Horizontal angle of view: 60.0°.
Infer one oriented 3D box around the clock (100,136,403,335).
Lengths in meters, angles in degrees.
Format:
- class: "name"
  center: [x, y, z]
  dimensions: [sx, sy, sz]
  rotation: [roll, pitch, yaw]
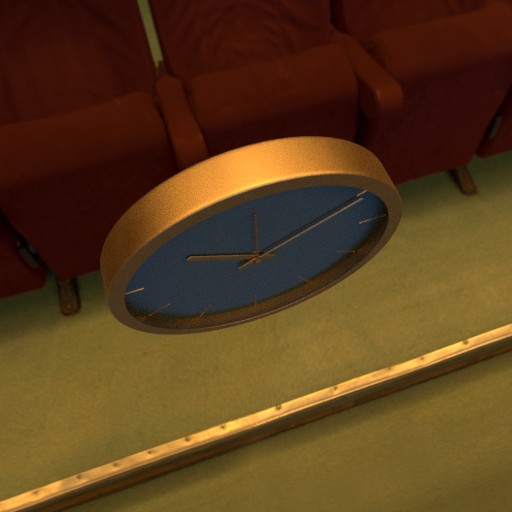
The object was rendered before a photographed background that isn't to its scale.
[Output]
- class: "clock"
  center: [0.000, 0.000, 0.475]
  dimensions: [0.314, 0.314, 0.040]
  rotation: [-17, 65, -8]
